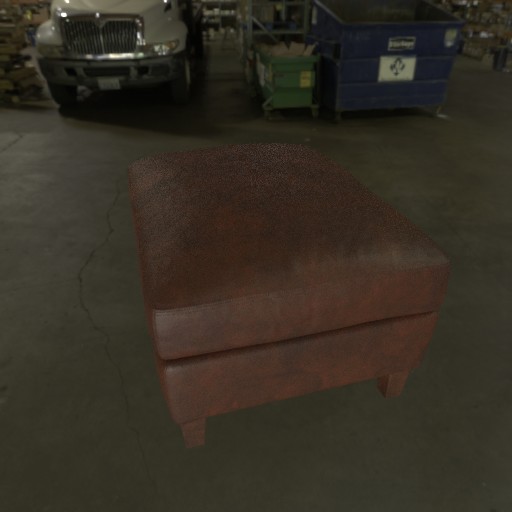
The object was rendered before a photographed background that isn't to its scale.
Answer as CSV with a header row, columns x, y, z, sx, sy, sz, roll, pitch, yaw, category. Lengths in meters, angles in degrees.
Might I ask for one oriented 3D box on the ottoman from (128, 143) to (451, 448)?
x,y,z,sx,sy,sz,roll,pitch,yaw,category
0.000,0.000,1.293,0.659,0.527,0.887,-9,32,-14,ottoman
